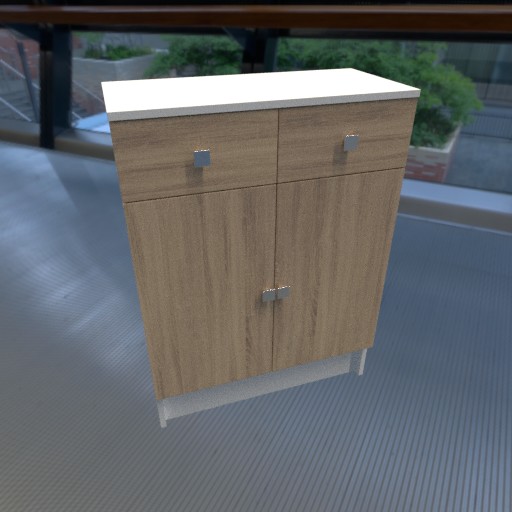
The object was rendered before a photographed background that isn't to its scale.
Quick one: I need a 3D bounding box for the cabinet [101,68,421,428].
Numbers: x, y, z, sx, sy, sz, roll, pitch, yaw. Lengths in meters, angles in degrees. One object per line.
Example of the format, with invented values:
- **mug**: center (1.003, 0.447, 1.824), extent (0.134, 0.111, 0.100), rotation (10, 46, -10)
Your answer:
- **cabinet**: center (0.000, 0.000, 1.121), extent (0.600, 0.815, 0.296), rotation (-10, 33, -16)
